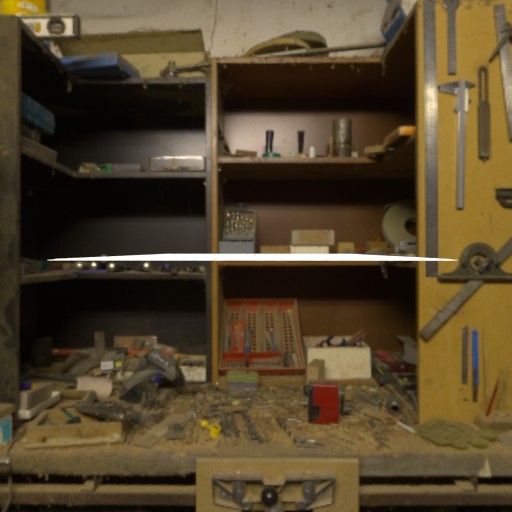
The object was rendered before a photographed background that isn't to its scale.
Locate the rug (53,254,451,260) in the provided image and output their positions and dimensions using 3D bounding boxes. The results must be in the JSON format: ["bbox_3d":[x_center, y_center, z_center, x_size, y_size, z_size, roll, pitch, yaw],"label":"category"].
[{"bbox_3d":[0.000,0.000,4.139,2.354,0.007,3.196,0,1,1],"label":"rug"}]
